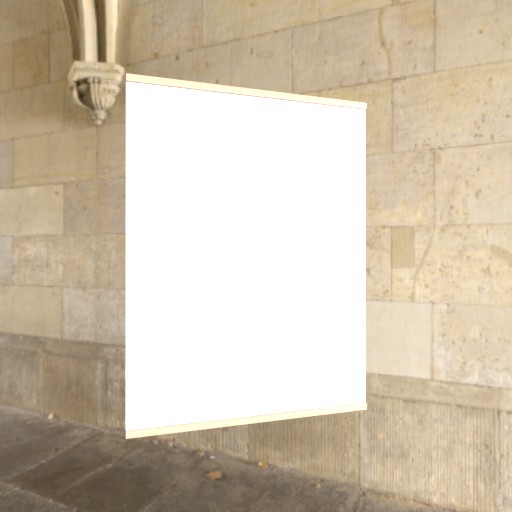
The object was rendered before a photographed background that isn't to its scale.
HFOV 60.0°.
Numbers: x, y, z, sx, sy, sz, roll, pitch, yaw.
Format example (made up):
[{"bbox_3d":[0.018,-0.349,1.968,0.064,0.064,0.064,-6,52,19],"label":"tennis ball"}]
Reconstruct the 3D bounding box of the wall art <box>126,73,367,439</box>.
[{"bbox_3d":[0.000,0.000,0.814,0.459,0.608,0.012,0,0,-18],"label":"wall art"}]
